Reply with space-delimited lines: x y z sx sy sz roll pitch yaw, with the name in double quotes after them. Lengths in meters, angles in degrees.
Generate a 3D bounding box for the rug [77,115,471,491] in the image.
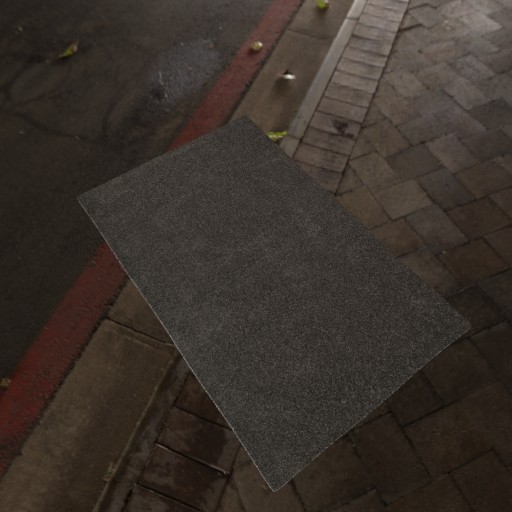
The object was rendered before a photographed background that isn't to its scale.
0.000 0.000 2.934 1.502 0.025 2.350 -32 63 -19 "rug"
